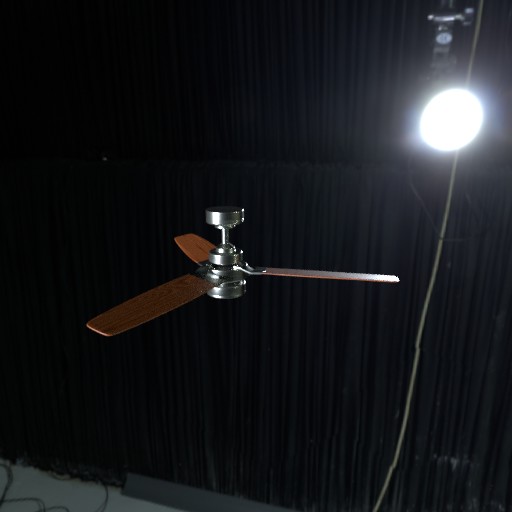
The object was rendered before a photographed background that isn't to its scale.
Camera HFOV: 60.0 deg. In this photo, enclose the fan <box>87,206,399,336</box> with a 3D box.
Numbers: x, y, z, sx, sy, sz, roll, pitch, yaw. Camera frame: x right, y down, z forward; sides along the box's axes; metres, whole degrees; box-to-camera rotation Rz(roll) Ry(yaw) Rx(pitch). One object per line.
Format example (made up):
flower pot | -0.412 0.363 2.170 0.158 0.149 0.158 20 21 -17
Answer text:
fan | 0.000 0.000 2.025 1.271 0.410 1.416 3 16 10
